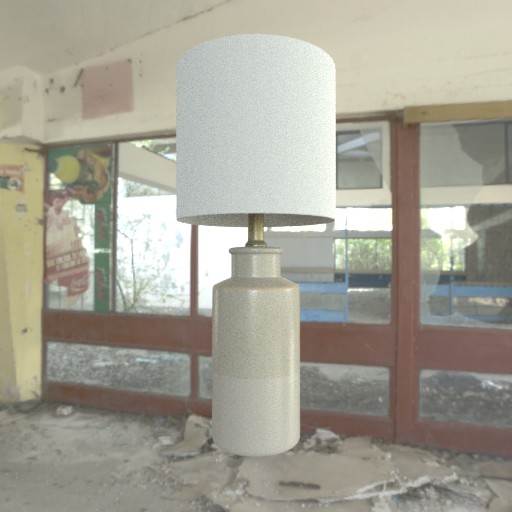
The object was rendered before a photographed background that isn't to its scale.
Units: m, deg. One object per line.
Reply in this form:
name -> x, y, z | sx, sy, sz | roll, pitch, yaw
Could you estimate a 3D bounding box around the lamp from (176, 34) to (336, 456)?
lamp -> 0.000, 0.000, 0.597 | 0.212, 0.493, 0.212 | 1, -1, -37
